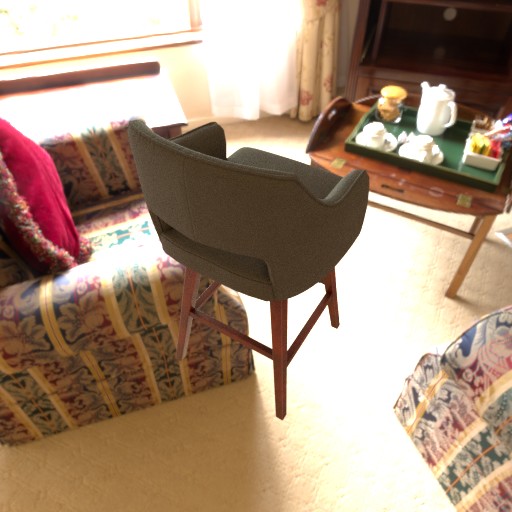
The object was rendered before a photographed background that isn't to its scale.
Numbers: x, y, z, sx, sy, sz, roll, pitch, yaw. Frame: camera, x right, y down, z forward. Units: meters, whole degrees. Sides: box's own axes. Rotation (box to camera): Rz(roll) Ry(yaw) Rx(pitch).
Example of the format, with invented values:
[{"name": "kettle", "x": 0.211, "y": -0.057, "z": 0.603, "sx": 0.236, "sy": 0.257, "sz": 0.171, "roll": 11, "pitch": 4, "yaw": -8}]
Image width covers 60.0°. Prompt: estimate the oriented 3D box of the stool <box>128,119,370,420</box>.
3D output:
[{"name": "stool", "x": 0.000, "y": 0.000, "z": 1.387, "sx": 0.548, "sy": 1.012, "sz": 0.558, "roll": 24, "pitch": 50, "yaw": 22}]
